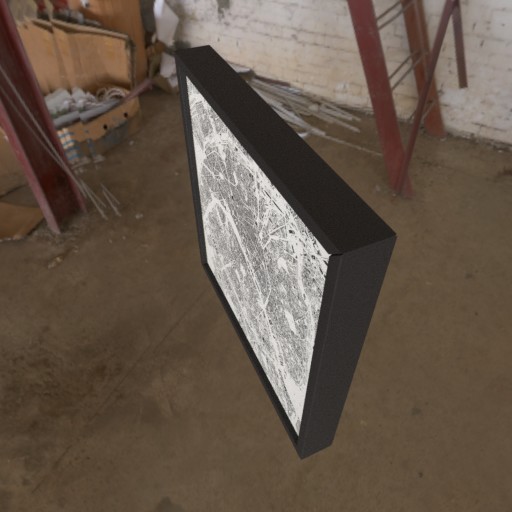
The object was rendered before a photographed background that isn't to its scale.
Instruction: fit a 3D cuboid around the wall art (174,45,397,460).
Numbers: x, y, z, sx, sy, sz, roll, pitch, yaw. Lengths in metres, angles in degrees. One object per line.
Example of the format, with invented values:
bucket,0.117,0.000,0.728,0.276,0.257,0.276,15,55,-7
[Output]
wall art,0.000,0.000,0.450,0.037,0.305,0.305,-18,49,-17
